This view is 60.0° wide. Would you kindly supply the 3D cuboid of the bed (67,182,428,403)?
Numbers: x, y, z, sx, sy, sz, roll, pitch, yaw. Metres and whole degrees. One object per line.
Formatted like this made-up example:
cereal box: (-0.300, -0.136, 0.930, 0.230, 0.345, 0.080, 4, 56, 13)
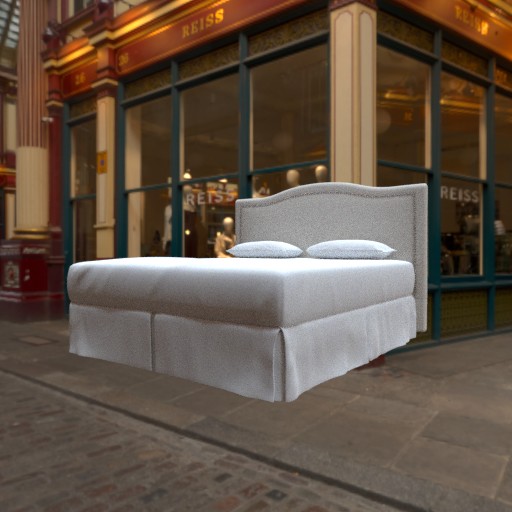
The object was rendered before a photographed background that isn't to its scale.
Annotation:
bed: (0.000, 0.000, 3.558, 2.083, 1.421, 2.182, 1, 1, 37)
